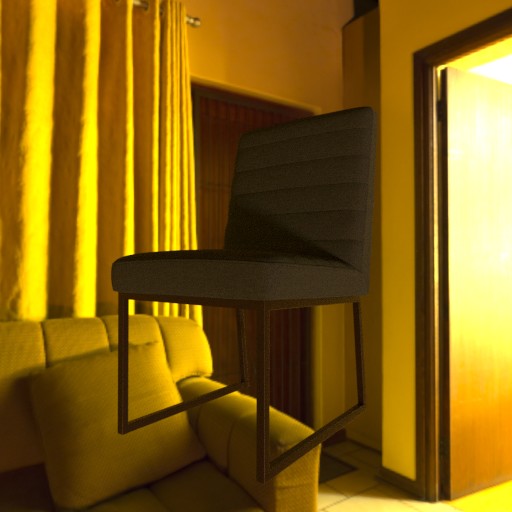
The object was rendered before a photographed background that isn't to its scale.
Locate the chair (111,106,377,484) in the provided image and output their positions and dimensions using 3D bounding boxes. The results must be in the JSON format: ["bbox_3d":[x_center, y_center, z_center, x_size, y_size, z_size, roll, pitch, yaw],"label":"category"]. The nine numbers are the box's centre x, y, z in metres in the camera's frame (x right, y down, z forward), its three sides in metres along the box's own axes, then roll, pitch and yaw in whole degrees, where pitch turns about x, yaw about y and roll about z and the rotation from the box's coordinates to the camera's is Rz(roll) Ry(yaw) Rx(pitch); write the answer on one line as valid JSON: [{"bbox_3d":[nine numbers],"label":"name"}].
[{"bbox_3d":[0.000,0.000,1.275,0.520,0.930,0.634,-1,-1,35],"label":"chair"}]
